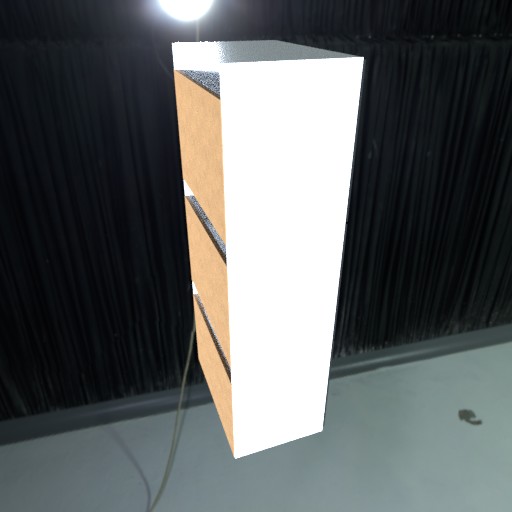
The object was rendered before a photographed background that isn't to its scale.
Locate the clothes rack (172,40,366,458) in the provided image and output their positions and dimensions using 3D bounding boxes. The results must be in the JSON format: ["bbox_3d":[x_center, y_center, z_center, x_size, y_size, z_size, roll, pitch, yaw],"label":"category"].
[{"bbox_3d":[0.000,0.000,1.398,0.330,1.187,0.500,-10,32,-17],"label":"clothes rack"}]
